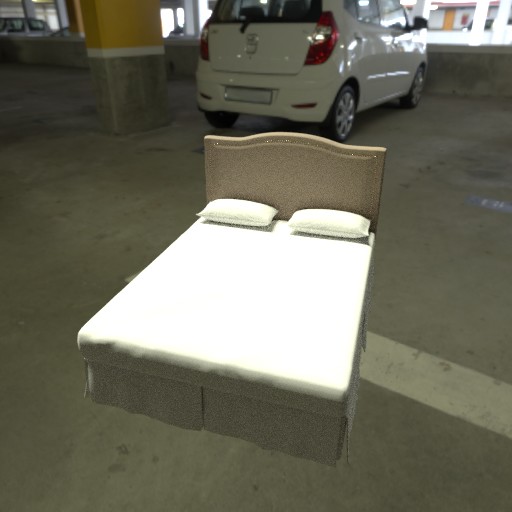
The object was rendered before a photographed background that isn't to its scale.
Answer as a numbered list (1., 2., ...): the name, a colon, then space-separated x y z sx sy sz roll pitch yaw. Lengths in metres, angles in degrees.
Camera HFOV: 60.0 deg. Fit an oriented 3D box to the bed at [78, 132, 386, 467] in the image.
1. bed: 0.000 0.000 3.435 1.821 1.436 2.282 8 29 15
